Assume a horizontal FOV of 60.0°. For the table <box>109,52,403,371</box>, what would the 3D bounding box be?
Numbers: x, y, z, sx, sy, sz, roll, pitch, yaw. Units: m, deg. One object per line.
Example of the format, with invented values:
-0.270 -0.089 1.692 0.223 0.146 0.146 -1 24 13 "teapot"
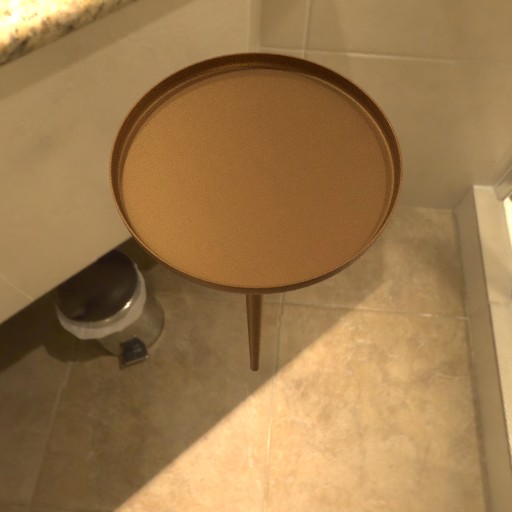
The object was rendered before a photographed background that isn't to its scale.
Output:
0.000 0.000 0.670 0.299 0.480 0.299 -29 67 -13 "table"
